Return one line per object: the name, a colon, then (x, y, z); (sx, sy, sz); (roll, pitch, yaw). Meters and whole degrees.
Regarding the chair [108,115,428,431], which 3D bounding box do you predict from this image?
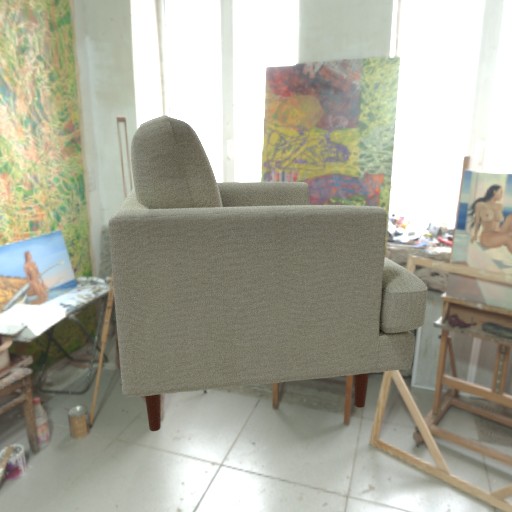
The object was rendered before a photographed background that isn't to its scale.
chair: (0.000, 0.000, 1.611); (0.899, 0.957, 0.858); (-3, 15, -10)
